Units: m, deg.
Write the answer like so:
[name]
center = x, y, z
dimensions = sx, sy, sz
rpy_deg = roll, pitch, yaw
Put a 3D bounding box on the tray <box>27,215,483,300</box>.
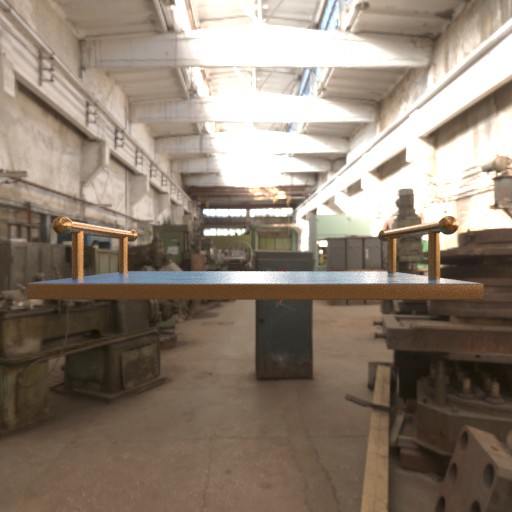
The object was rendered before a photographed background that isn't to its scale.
[tray]
center = 0.000, 0.000, 0.581
dimensions = 0.444, 0.084, 0.304
rpy_deg = 0, 0, 1
